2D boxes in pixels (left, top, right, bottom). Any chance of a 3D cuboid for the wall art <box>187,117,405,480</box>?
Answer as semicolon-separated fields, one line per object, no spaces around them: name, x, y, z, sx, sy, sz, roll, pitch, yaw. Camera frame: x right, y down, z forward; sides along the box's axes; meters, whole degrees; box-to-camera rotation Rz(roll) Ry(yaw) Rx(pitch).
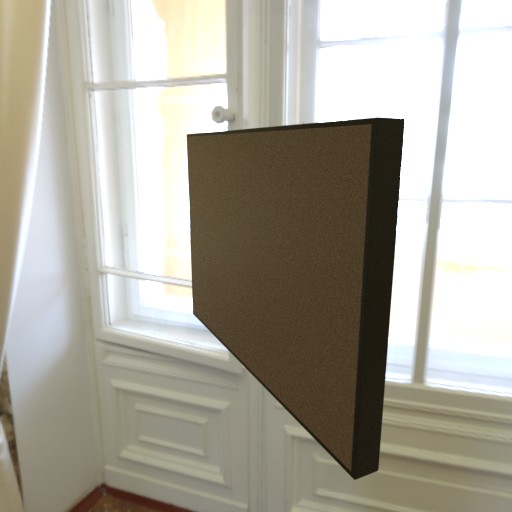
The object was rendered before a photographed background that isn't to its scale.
wall art;0.000;0.000;1.162;0.058;0.640;0.939;-7;15;-25
